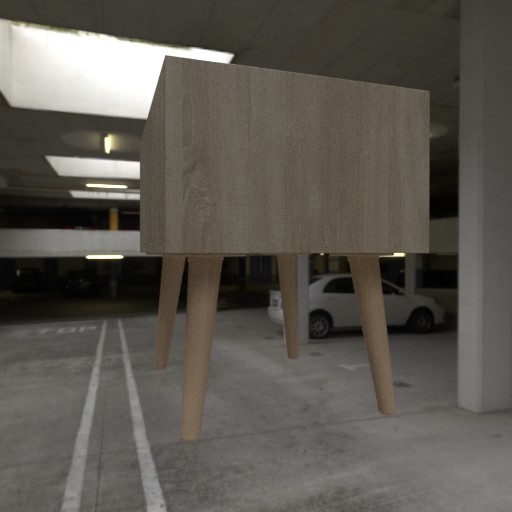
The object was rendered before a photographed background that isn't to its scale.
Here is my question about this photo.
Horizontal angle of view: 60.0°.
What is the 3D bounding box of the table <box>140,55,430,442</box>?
[{"bbox_3d":[0.000,0.000,0.786,0.370,0.470,0.450,0,1,-18],"label":"table"}]
